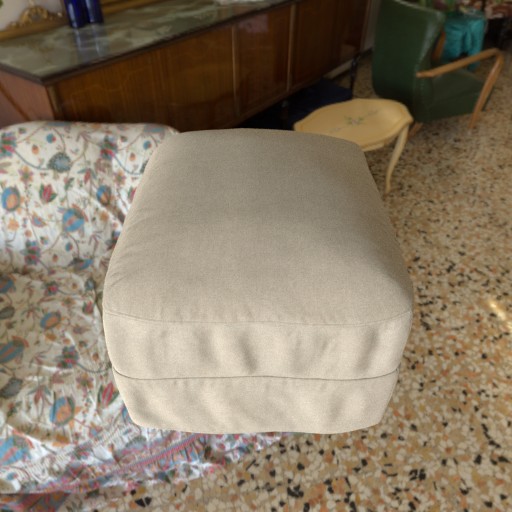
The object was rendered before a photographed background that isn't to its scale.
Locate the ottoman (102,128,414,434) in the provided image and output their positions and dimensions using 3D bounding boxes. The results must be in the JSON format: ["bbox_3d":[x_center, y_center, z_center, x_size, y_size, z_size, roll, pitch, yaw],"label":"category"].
[{"bbox_3d":[0.000,0.000,1.080,0.584,0.480,0.712,0,41,0],"label":"ottoman"}]
